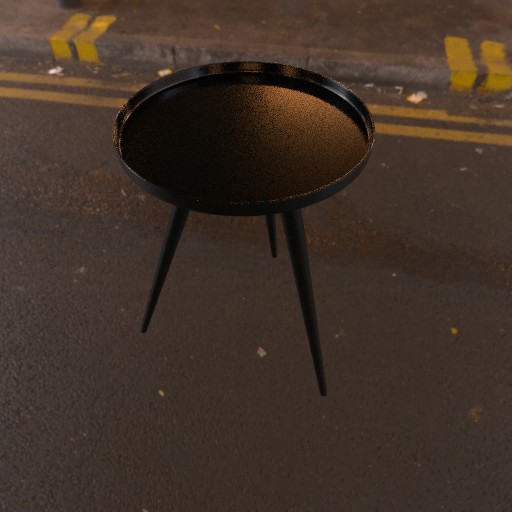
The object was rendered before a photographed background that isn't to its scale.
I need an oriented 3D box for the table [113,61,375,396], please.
[{"bbox_3d":[0.000,0.000,0.825,0.403,0.548,0.415,-31,55,-25],"label":"table"}]
